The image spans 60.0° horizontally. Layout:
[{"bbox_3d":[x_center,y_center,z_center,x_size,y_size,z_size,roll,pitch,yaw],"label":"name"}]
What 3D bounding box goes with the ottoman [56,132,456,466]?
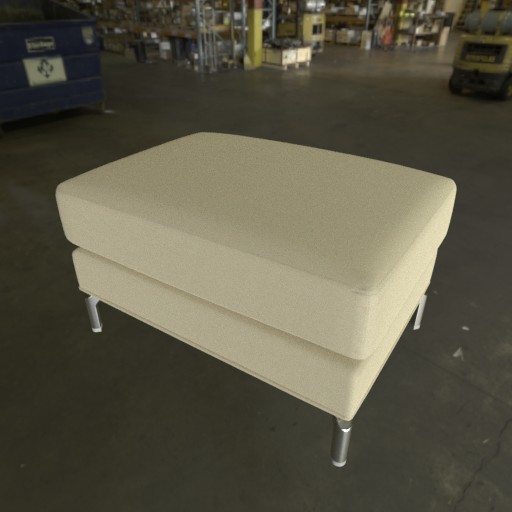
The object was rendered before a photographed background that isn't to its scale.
[{"bbox_3d":[0.000,0.000,1.188,0.835,0.497,0.581,19,36,28],"label":"ottoman"}]
